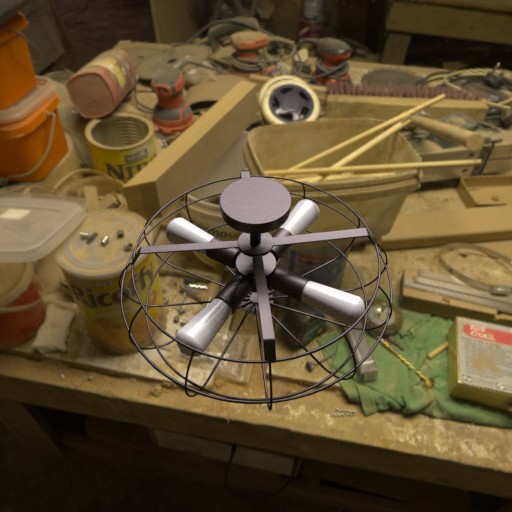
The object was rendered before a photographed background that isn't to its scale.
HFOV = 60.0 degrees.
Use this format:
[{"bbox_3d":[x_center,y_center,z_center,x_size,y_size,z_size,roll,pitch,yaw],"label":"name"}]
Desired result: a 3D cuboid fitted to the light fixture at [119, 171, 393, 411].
[{"bbox_3d":[0.000,0.000,0.923,0.582,0.311,0.582,0,47,0],"label":"light fixture"}]
